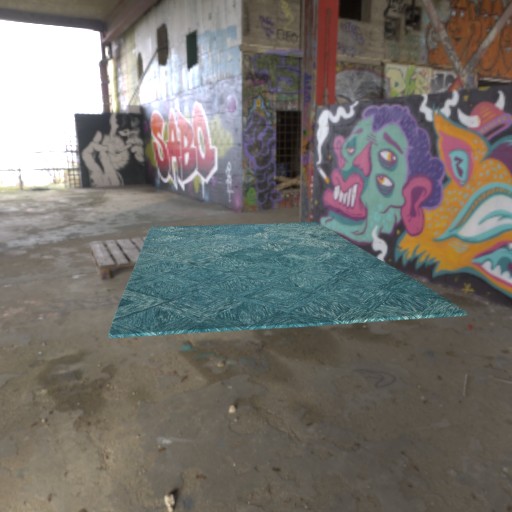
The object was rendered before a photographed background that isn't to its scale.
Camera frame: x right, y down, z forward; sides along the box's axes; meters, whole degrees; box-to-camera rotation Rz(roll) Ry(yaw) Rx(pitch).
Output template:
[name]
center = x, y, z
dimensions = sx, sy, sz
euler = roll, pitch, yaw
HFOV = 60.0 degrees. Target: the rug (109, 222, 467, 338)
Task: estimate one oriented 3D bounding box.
[rug]
center = 0.000, 0.000, 2.172
dimensions = 1.136, 0.017, 1.728
euler = -2, 14, -9
